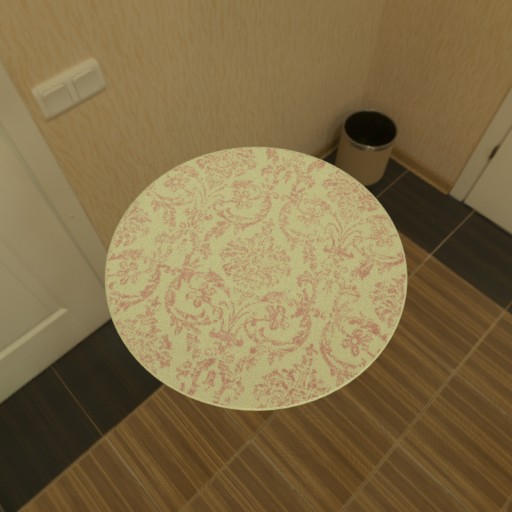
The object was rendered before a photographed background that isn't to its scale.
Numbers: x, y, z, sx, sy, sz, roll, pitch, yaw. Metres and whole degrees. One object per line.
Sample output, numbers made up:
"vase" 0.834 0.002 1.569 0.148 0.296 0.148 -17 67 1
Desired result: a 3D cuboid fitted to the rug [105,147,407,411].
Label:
"rug" 0.000 0.000 2.368 1.593 0.012 1.593 0 59 0
